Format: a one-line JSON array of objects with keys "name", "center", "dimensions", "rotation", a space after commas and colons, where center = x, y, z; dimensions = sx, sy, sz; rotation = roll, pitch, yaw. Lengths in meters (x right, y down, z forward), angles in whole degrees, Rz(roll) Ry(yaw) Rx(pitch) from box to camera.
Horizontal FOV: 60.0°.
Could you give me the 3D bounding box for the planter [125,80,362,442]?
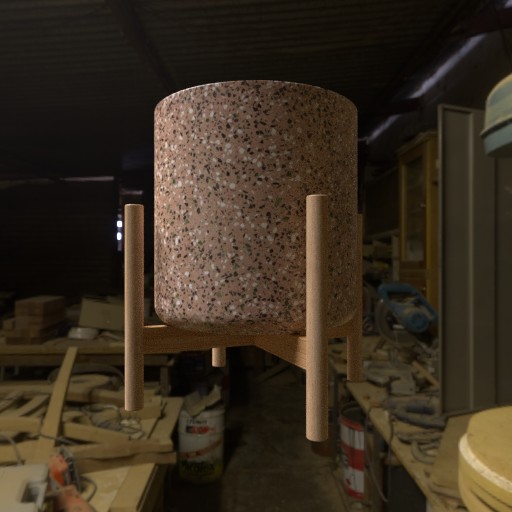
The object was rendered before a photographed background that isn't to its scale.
[{"name": "planter", "center": [0.000, 0.000, 0.679], "dimensions": [0.360, 0.419, 0.360], "rotation": [0, 0, 0]}]
